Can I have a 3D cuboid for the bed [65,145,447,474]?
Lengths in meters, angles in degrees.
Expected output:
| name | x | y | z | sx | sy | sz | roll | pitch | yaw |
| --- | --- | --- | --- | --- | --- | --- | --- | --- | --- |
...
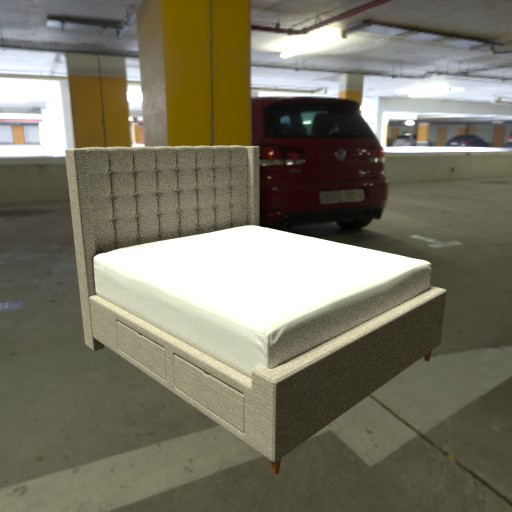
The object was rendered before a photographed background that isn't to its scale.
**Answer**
| name | x | y | z | sx | sy | sz | roll | pitch | yaw |
| --- | --- | --- | --- | --- | --- | --- | --- | --- | --- |
| bed | 0.000 | 0.000 | 3.676 | 2.044 | 1.748 | 2.372 | -14 | 20 | -42 |
